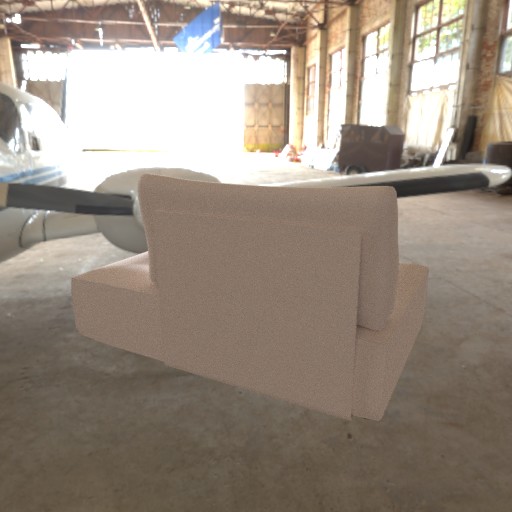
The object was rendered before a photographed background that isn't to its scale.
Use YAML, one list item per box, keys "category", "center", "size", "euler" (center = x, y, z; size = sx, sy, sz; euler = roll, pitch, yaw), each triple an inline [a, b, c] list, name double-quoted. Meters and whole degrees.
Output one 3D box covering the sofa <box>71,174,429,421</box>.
- category: "sofa"
  center: [0.000, 0.000, 2.110]
  size: [1.450, 0.820, 1.000]
  euler: [8, 17, 27]
